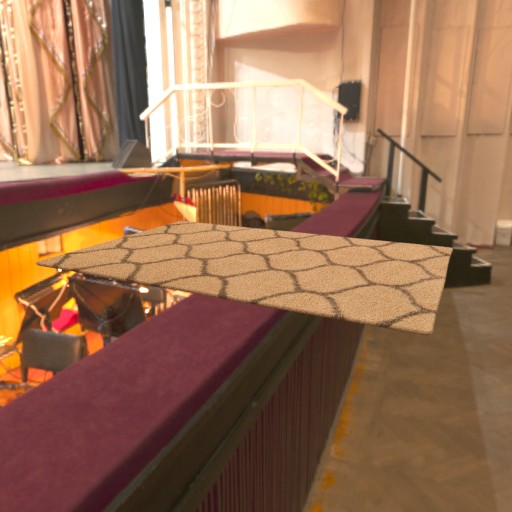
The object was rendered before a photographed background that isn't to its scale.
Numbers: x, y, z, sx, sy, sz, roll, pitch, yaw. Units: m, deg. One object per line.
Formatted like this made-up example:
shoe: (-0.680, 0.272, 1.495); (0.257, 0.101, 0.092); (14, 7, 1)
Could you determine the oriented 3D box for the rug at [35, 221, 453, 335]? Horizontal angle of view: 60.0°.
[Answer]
rug: (0.000, 0.000, 3.410); (2.701, 0.026, 1.801); (7, 17, 25)
